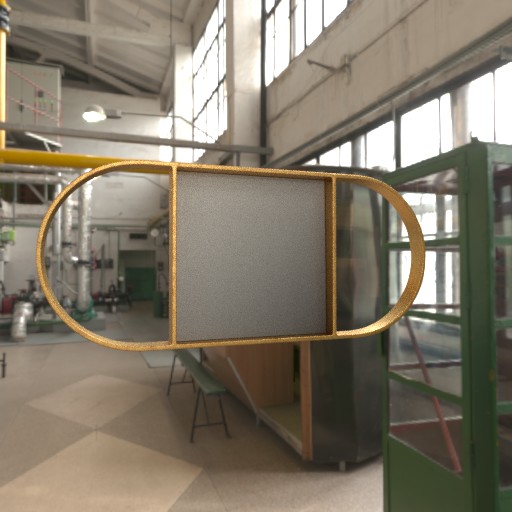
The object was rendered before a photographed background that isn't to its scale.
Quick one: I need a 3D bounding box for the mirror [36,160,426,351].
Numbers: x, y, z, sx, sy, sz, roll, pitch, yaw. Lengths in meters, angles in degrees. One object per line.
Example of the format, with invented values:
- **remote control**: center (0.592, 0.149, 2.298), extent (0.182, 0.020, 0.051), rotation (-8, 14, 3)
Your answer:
- **mirror**: center (0.000, 0.000, 0.655), extent (0.584, 0.254, 0.032), rotation (0, -1, -19)
